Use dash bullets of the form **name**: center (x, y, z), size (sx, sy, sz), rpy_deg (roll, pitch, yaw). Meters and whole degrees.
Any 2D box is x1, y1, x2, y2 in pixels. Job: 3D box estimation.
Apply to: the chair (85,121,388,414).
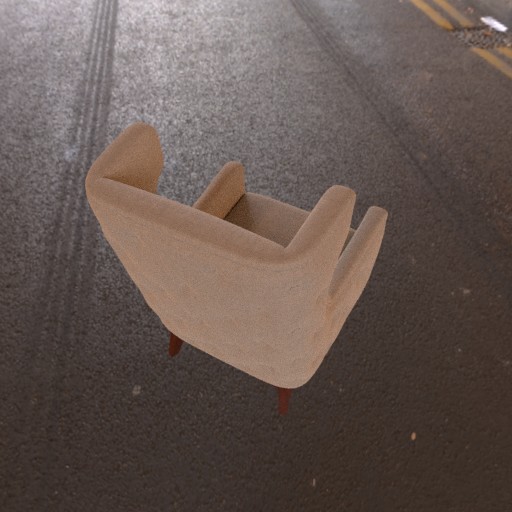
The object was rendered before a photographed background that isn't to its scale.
- **chair**: center (0.000, 0.000, 1.690), size (0.778, 1.079, 0.899), rpy_deg (22, 51, 19)
